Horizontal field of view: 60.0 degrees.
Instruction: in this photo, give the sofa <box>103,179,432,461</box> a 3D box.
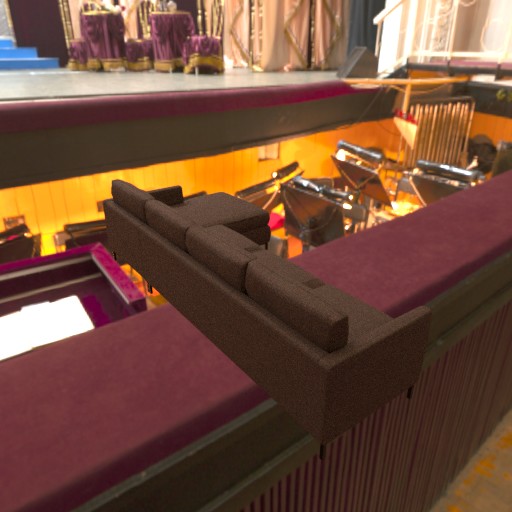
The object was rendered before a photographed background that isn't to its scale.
[{"bbox_3d":[0.000,0.000,3.760,1.483,0.892,3.221,-18,31,-33],"label":"sofa"}]
